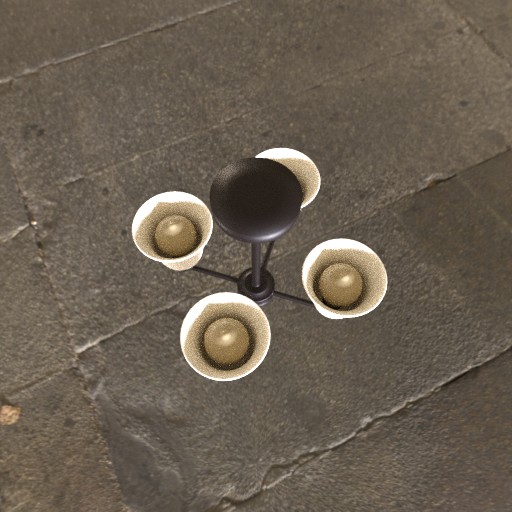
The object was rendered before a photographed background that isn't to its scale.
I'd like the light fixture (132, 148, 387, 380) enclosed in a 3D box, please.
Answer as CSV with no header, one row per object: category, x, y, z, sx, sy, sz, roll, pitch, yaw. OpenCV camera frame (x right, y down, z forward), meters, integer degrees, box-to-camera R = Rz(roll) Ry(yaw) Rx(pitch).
light fixture,0.000,0.000,1.848,1.069,0.925,1.069,17,66,8
